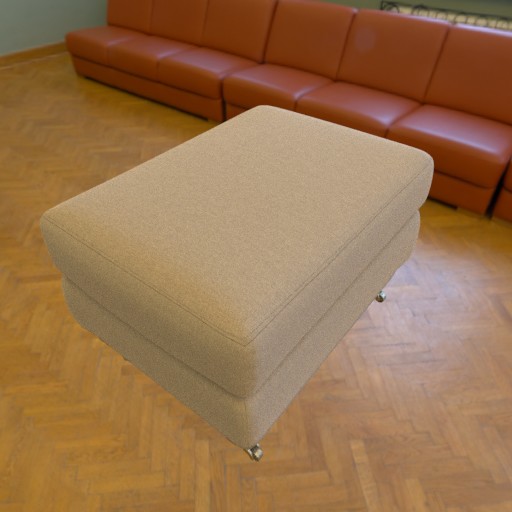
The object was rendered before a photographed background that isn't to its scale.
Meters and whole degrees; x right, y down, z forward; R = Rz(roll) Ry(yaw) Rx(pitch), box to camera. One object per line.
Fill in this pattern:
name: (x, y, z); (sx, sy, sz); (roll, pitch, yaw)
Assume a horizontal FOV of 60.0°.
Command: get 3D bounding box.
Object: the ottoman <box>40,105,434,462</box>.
ottoman: (0.000, 0.000, 1.115); (0.574, 0.497, 0.773); (27, 47, 28)
